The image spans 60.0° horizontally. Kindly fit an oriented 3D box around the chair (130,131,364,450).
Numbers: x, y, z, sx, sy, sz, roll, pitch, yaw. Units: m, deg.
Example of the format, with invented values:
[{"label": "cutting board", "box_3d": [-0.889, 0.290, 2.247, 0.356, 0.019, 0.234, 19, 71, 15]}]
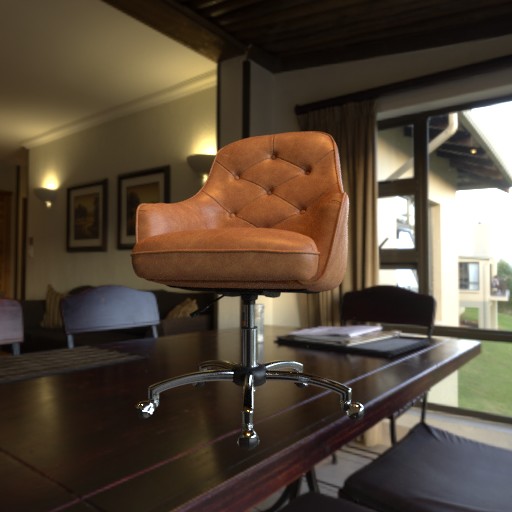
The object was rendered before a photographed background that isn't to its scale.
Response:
[{"label": "chair", "box_3d": [0.000, 0.000, 1.329, 0.628, 0.909, 0.615, -1, -2, 19]}]
